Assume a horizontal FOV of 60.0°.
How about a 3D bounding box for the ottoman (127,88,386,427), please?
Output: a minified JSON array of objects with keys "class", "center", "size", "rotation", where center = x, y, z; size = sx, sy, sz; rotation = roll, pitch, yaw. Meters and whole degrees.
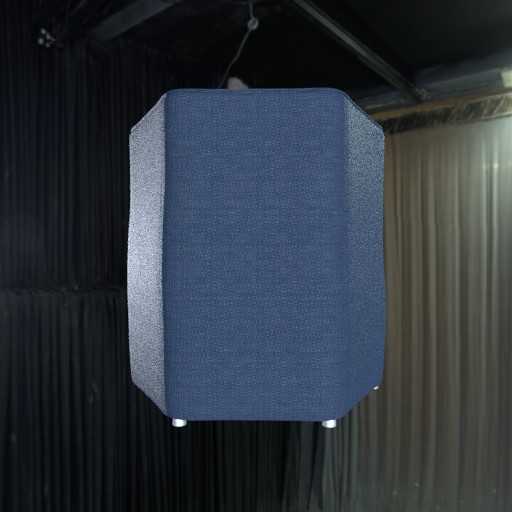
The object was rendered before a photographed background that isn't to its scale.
[{"class":"ottoman","center":[0.000,0.000,0.854],"size":[0.454,0.505,0.492],"rotation":[0,0,35]}]
